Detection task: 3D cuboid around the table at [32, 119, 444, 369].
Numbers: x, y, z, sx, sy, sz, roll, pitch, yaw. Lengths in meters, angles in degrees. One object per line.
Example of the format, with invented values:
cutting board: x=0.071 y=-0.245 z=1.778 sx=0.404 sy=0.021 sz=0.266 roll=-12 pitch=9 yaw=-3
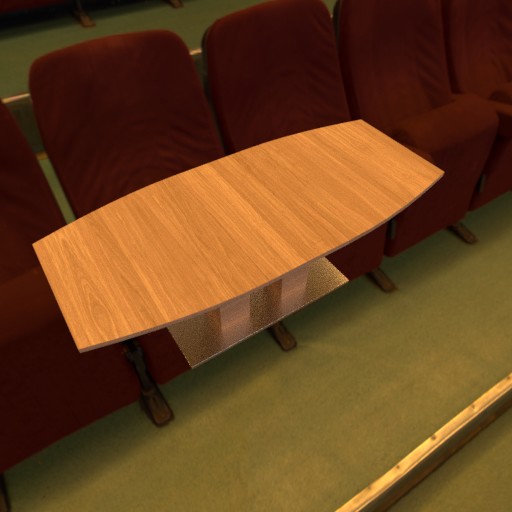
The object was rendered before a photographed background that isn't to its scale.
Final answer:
table: x=0.000 y=0.000 z=2.508 sx=2.032 sy=0.750 sz=0.900 roll=-26 pitch=52 yaw=-22
